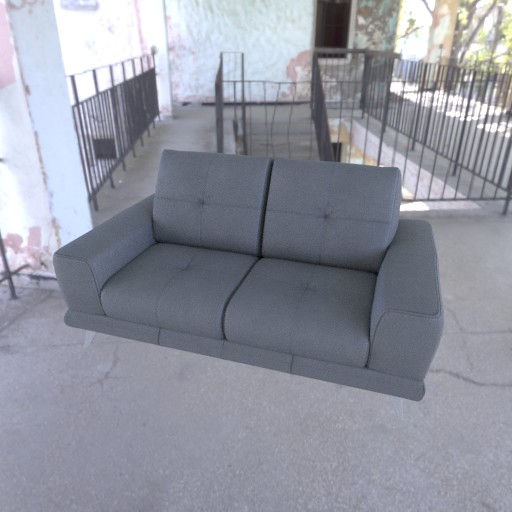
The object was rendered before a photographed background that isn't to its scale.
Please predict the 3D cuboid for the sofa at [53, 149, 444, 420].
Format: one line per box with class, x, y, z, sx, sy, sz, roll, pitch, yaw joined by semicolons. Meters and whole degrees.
sofa;0.000;0.000;2.333;1.806;0.907;1.018;8;27;16
